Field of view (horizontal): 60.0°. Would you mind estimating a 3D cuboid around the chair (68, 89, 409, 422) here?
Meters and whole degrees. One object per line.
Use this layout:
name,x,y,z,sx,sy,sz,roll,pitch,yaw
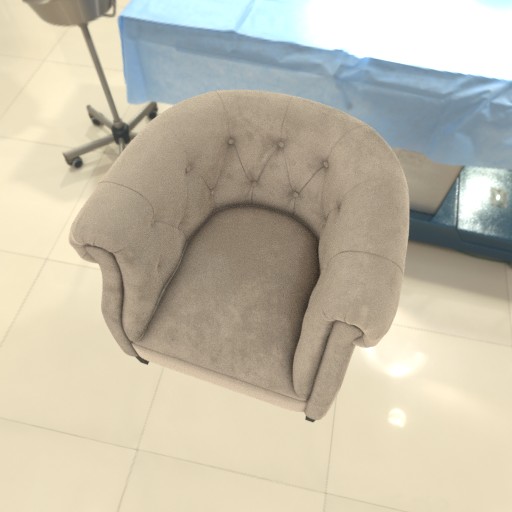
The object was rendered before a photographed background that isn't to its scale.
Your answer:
chair,0.000,0.000,1.575,0.904,0.826,0.851,16,60,10
